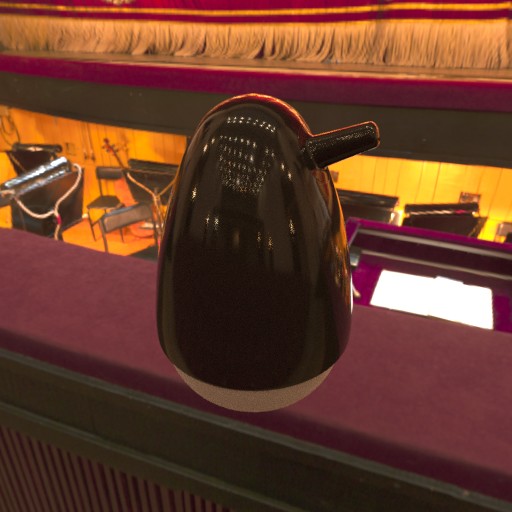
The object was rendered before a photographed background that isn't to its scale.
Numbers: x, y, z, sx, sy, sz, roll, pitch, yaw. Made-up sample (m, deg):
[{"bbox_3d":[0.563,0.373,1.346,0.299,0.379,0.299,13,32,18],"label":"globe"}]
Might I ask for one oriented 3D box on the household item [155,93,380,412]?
[{"bbox_3d":[0.000,0.000,0.219,0.104,0.152,0.102,10,30,18],"label":"household item"}]
